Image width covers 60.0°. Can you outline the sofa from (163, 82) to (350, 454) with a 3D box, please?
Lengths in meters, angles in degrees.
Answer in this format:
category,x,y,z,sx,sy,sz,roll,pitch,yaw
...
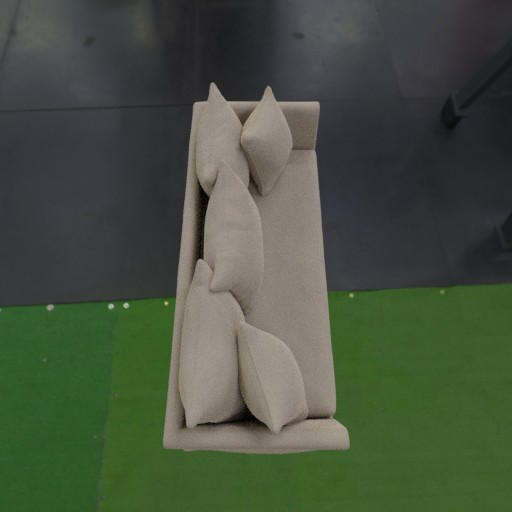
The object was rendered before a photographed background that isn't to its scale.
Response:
category,x,y,z,sx,sy,sz,roll,pitch,yaw
sofa,0.000,0.000,3.084,1.046,1.047,2.499,0,63,0
